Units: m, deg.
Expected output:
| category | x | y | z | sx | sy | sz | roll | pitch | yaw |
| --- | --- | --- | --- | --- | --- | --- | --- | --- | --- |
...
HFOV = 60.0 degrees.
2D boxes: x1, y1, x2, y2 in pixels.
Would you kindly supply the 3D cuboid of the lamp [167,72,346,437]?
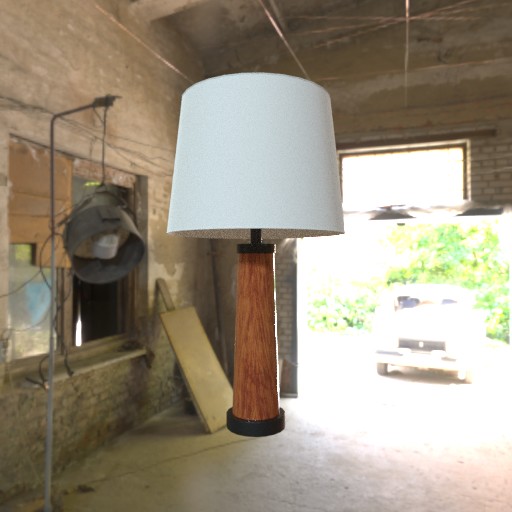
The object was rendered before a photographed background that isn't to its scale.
| category | x | y | z | sx | sy | sz | roll | pitch | yaw |
| --- | --- | --- | --- | --- | --- | --- | --- | --- | --- |
| lamp | 0.000 | 0.000 | 0.875 | 0.349 | 0.667 | 0.349 | 0 | -1 | 0 |
